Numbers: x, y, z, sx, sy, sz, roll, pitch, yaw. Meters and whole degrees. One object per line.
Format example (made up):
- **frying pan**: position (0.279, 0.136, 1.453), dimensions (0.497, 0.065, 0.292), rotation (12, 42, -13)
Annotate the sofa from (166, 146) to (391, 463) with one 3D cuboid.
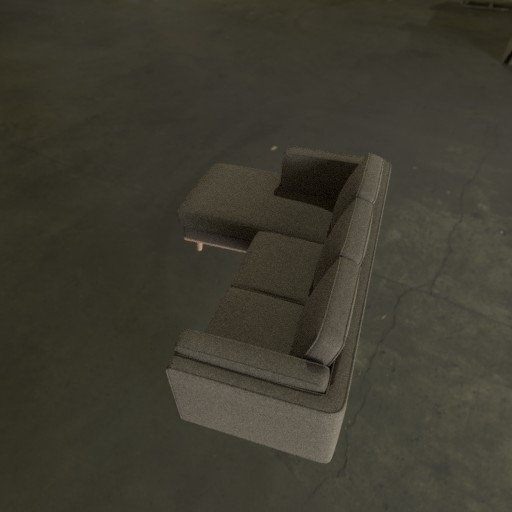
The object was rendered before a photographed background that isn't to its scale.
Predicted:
- **sofa**: position (0.000, 0.000, 3.170), dimensions (1.604, 0.929, 2.411), rotation (12, 43, 13)
